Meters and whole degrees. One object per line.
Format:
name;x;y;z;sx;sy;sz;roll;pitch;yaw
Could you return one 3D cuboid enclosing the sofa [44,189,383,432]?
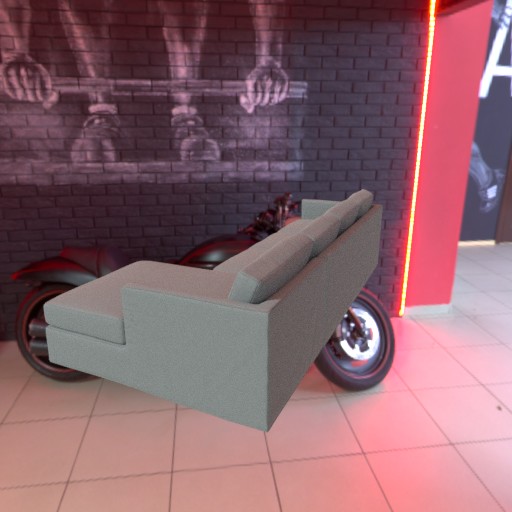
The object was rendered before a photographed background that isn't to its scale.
sofa;0.000;0.000;3.907;1.622;0.867;3.177;8;19;24
